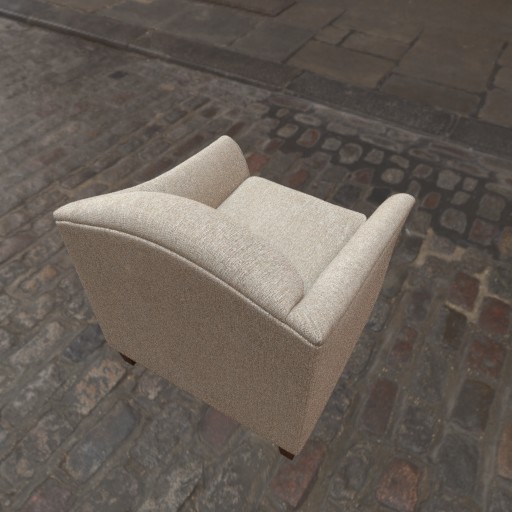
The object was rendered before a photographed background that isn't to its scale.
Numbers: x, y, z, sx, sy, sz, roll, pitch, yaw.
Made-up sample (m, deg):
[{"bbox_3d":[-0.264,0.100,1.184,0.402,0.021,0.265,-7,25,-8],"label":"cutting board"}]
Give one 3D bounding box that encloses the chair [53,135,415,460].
[{"bbox_3d":[0.000,0.000,1.432,0.763,0.839,0.787,23,50,21],"label":"chair"}]
